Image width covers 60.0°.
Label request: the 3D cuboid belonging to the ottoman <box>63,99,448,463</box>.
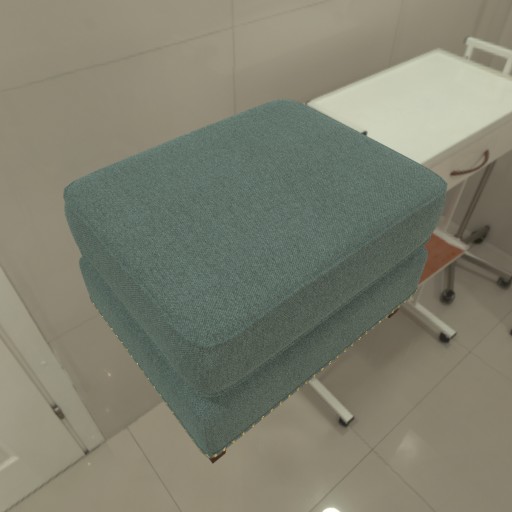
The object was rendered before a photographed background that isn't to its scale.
[{"bbox_3d":[0.000,0.000,1.135,0.738,0.537,0.589,-31,53,-27],"label":"ottoman"}]
